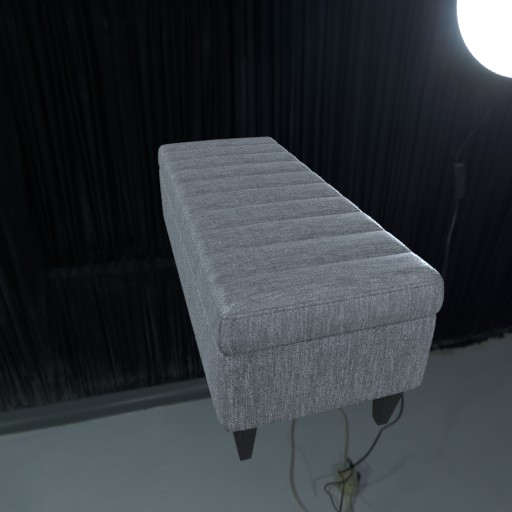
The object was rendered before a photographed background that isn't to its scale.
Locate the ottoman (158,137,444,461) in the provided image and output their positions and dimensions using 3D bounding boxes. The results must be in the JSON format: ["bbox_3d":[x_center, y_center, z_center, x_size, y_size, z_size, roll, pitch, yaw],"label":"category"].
[{"bbox_3d":[0.000,0.000,1.401,0.482,0.469,1.151,-8,30,-14],"label":"ottoman"}]
